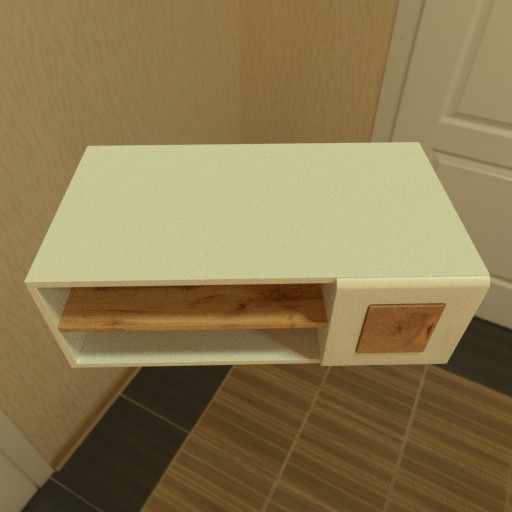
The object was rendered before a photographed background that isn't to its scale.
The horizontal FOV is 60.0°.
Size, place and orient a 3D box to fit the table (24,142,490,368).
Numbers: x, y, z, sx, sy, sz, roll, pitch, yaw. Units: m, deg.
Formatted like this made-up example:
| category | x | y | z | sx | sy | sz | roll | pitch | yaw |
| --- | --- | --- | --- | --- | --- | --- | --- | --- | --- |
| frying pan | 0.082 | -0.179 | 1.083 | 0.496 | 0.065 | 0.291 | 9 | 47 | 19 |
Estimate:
| category | x | y | z | sx | sy | sz | roll | pitch | yaw |
| --- | --- | --- | --- | --- | --- | --- | --- | --- | --- |
| table | 0.000 | 0.000 | 1.406 | 1.097 | 0.442 | 0.639 | -1 | 45 | -1 |
